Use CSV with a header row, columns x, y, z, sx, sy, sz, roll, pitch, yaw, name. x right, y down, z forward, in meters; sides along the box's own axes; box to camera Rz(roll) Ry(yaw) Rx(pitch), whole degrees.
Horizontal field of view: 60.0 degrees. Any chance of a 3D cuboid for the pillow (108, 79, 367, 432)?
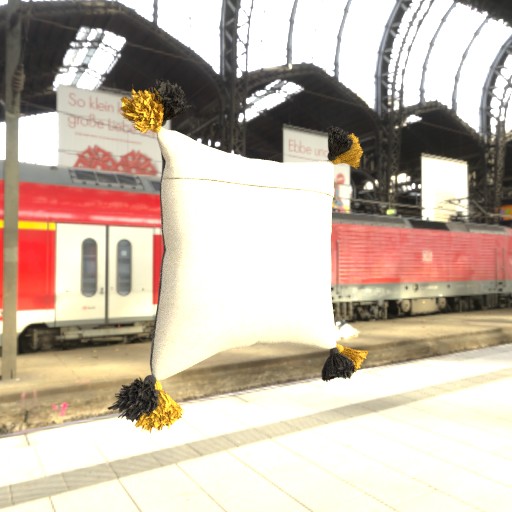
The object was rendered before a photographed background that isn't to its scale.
x,y,z,sx,sy,sz,roll,pitch,yaw,name
0.000,0.000,0.976,0.654,0.659,0.139,1,-2,-35,pillow
